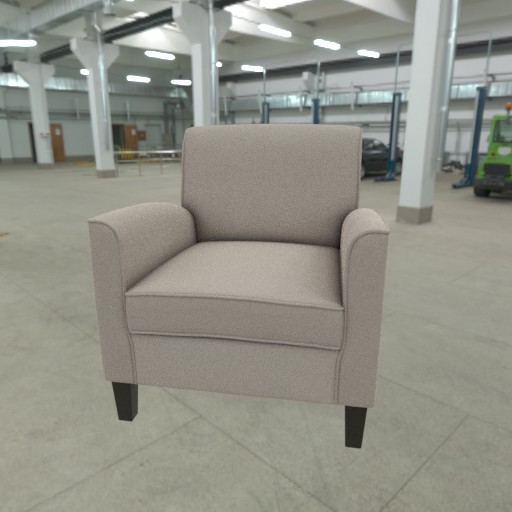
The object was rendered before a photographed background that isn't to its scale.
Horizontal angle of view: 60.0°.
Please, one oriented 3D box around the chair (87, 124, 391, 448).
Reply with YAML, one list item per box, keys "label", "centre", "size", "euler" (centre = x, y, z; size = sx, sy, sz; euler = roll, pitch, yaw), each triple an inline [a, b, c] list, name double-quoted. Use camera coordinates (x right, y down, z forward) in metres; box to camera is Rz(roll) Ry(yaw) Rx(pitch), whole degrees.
- label: "chair"
  centre: [0.000, 0.000, 1.572]
  size: [0.820, 0.915, 0.820]
  euler: [3, 16, 10]
